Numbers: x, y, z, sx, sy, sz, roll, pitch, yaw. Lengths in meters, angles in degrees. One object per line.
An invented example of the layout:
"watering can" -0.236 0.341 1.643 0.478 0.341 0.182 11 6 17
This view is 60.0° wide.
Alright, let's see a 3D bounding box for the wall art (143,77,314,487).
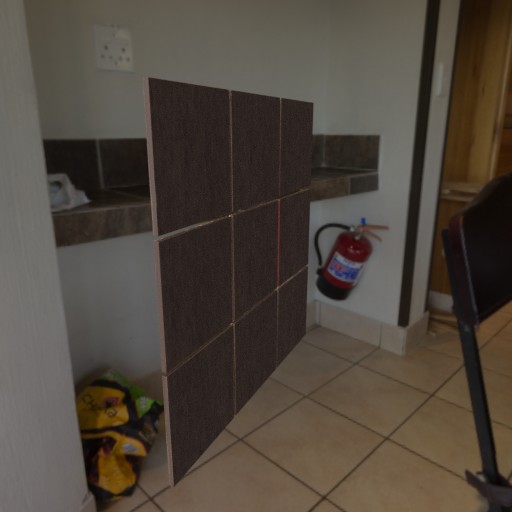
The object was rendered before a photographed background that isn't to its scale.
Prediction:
"wall art" 0.000 0.000 1.330 0.013 0.914 0.915 8 18 25
